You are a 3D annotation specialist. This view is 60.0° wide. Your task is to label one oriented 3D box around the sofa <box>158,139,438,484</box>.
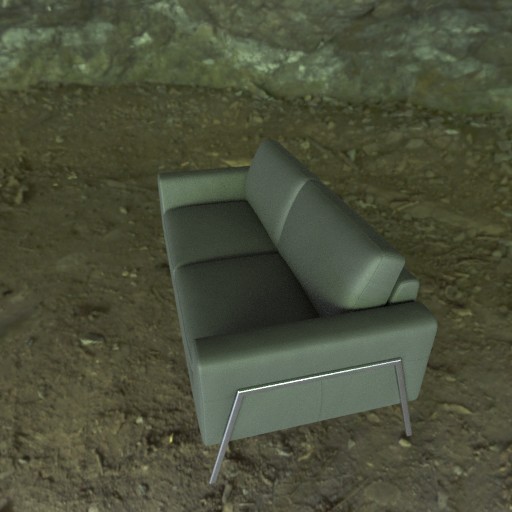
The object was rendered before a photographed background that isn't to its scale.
[{"bbox_3d":[0.000,0.000,2.524,0.953,0.875,2.017,-7,31,-13],"label":"sofa"}]
